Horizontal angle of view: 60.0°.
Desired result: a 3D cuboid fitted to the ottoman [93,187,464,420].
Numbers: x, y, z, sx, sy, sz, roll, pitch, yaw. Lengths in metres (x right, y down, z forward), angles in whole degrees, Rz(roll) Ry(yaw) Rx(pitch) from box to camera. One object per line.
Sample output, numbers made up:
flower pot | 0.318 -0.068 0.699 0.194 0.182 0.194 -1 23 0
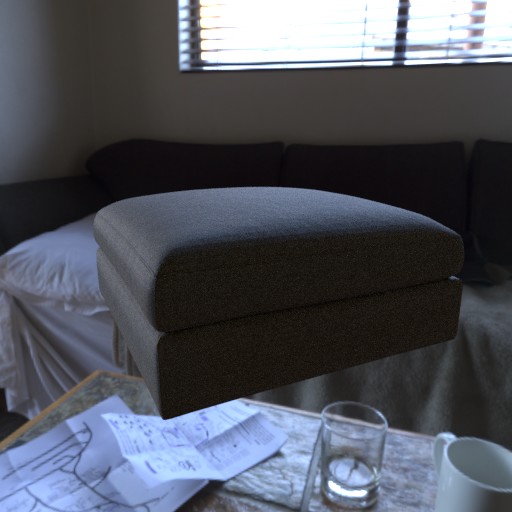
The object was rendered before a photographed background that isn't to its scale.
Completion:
ottoman | 0.000 0.000 1.660 1.041 0.470 1.041 -7 16 -26
